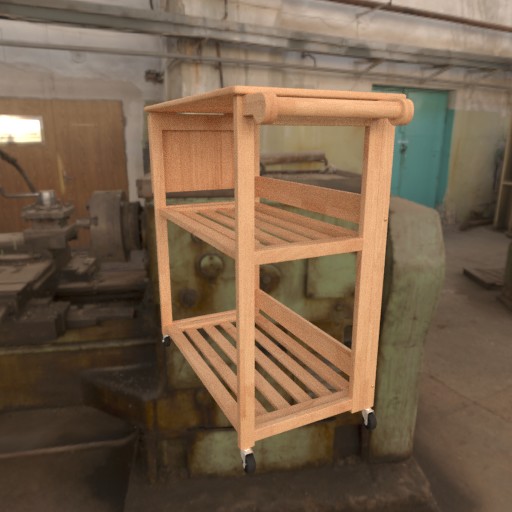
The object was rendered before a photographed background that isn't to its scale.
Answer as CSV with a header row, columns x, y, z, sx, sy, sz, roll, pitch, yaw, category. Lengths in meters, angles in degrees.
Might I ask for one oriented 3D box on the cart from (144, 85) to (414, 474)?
x,y,z,sx,sy,sz,roll,pitch,yaw,category
0.000,0.000,1.328,0.432,0.879,0.853,-7,17,-25,cart
